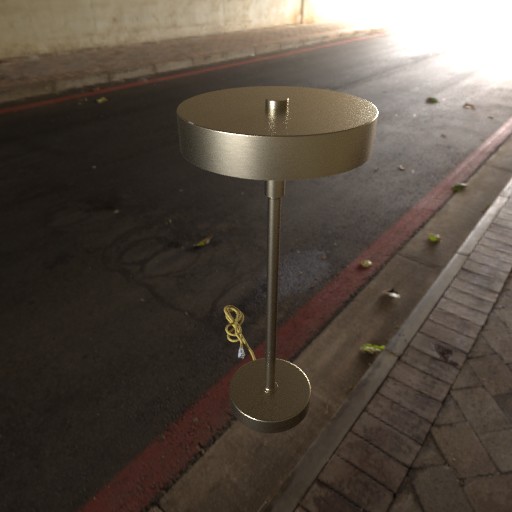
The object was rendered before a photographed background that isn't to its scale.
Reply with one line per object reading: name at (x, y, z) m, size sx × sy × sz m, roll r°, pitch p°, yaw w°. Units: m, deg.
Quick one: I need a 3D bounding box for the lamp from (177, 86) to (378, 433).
lamp at (0.000, 0.000, 0.698) m, size 0.229 × 0.508 × 0.369 m, roll -11°, pitch 34°, yaw -17°
